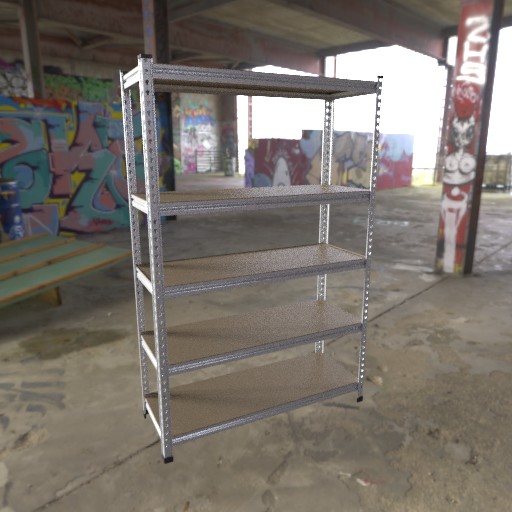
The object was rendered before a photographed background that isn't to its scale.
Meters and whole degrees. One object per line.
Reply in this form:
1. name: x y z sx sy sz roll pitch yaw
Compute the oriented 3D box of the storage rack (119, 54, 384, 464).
1. storage rack: 0.000 0.000 2.374 1.219 1.829 0.457 -7 16 -26
